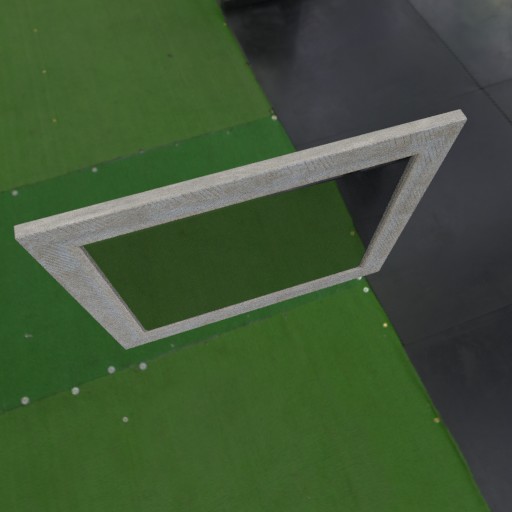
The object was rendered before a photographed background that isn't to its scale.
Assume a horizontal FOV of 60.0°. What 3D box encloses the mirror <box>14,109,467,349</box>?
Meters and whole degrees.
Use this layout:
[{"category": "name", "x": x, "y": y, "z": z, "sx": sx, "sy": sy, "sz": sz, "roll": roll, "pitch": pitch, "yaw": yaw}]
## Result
[{"category": "mirror", "x": 0.000, "y": 0.000, "z": 1.095, "sx": 0.839, "sy": 0.689, "sz": 0.028, "roll": -16, "pitch": 64, "yaw": -8}]
